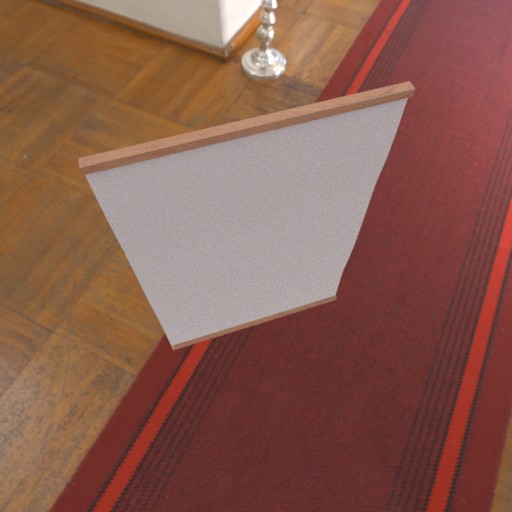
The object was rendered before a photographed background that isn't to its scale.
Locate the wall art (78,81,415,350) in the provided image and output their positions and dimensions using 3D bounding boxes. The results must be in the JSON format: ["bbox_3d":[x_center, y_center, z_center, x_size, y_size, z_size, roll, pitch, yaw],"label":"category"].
[{"bbox_3d":[0.000,0.000,0.640,0.332,0.508,0.012,-16,61,-9],"label":"wall art"}]
